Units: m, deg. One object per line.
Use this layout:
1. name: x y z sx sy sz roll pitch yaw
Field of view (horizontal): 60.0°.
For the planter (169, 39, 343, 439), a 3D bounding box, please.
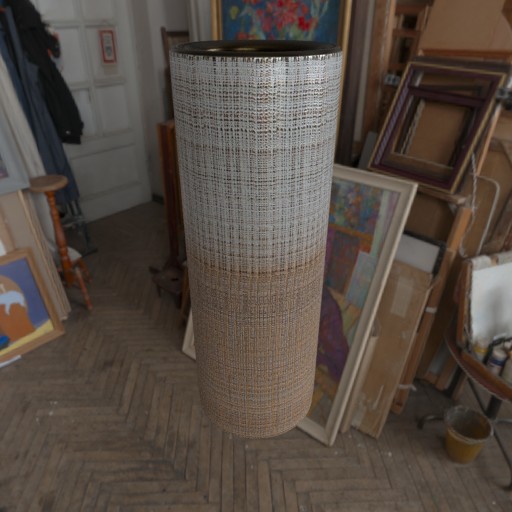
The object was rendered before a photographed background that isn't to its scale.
1. planter: 0.000 0.000 0.322 0.099 0.278 0.099 2 29 3
